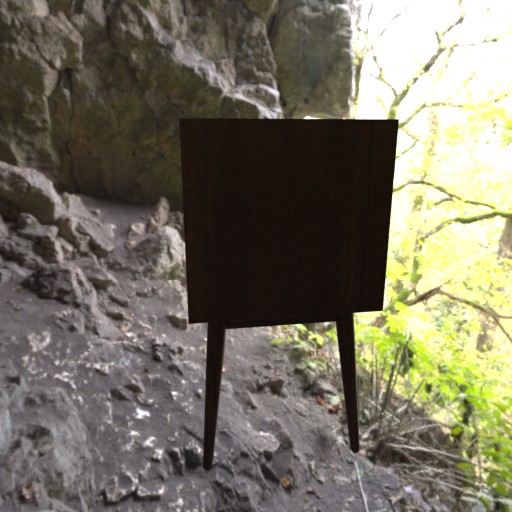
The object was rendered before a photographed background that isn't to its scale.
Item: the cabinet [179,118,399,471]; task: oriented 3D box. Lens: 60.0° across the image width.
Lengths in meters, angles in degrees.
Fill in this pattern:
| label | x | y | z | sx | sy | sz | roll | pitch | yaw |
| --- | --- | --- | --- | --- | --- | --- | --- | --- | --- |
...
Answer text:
| label | x | y | z | sx | sy | sz | roll | pitch | yaw |
| --- | --- | --- | --- | --- | --- | --- | --- | --- | --- |
| cabinet | 0.000 | 0.000 | 1.135 | 0.354 | 0.654 | 0.743 | -3 | 16 | -9 |
